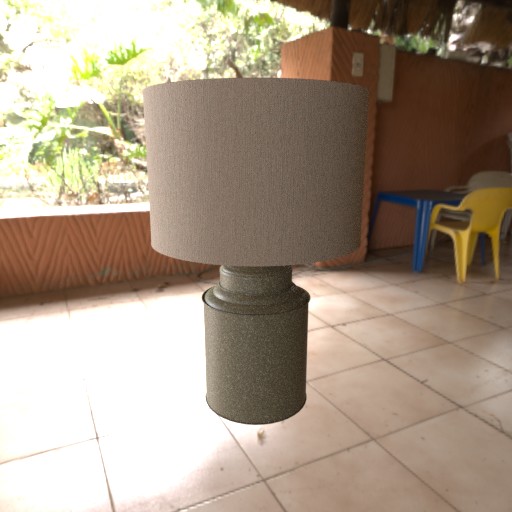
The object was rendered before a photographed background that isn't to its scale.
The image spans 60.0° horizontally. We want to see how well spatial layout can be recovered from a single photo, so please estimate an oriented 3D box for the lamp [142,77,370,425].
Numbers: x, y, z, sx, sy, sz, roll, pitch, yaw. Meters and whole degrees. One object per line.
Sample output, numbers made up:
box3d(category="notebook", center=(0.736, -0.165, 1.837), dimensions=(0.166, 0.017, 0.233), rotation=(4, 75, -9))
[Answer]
box3d(category="lamp", center=(0.000, 0.000, 0.696), dimensions=(0.318, 0.486, 0.318), rotation=(0, 14, 0))
